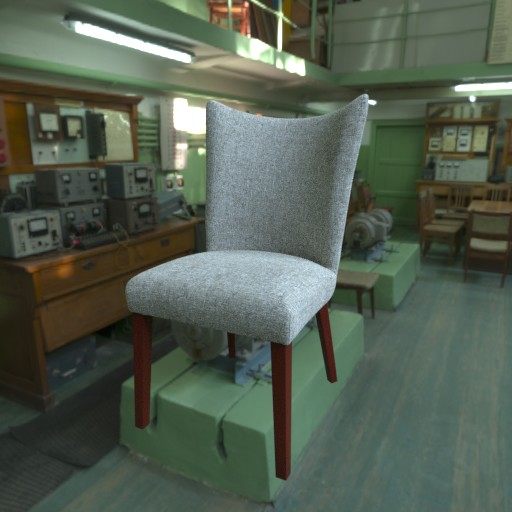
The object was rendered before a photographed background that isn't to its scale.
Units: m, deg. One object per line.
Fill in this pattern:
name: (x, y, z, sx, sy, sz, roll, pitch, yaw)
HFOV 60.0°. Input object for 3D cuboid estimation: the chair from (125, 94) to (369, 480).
chair: (0.000, 0.000, 1.319, 0.535, 0.924, 0.623, 7, 16, 26)
